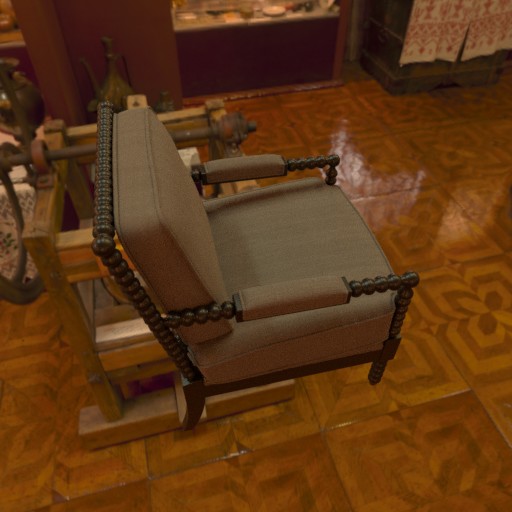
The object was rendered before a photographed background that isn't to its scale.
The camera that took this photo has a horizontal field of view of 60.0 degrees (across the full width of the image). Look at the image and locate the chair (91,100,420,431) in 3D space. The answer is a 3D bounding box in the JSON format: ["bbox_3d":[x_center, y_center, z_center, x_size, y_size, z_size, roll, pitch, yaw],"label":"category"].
[{"bbox_3d":[0.000,0.000,1.101,0.622,0.661,0.540,-9,46,-9],"label":"chair"}]
